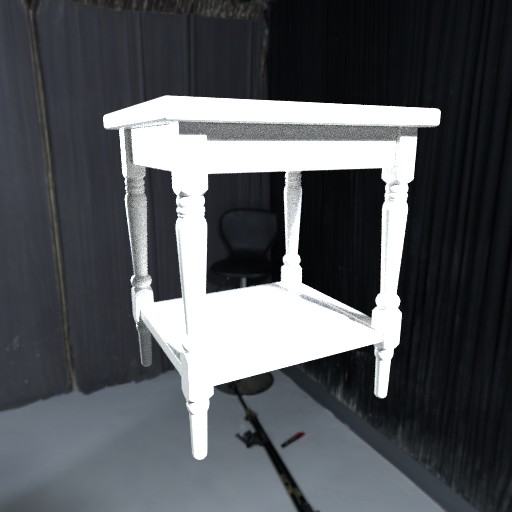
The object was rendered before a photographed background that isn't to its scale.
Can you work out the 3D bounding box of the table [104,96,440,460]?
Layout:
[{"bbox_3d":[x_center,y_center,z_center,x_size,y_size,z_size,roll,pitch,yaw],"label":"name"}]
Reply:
[{"bbox_3d":[0.000,0.000,0.913,0.488,0.565,0.442,-7,16,-26],"label":"table"}]
